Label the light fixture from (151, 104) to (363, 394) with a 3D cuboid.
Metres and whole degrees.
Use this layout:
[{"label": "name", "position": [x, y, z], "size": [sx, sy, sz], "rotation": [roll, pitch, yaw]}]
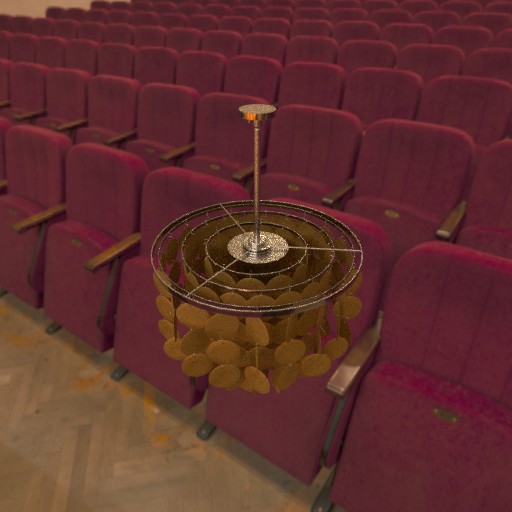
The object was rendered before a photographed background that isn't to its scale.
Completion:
[{"label": "light fixture", "position": [0.000, 0.000, 0.761], "size": [0.368, 0.492, 0.368], "rotation": [0, 32, 0]}]
